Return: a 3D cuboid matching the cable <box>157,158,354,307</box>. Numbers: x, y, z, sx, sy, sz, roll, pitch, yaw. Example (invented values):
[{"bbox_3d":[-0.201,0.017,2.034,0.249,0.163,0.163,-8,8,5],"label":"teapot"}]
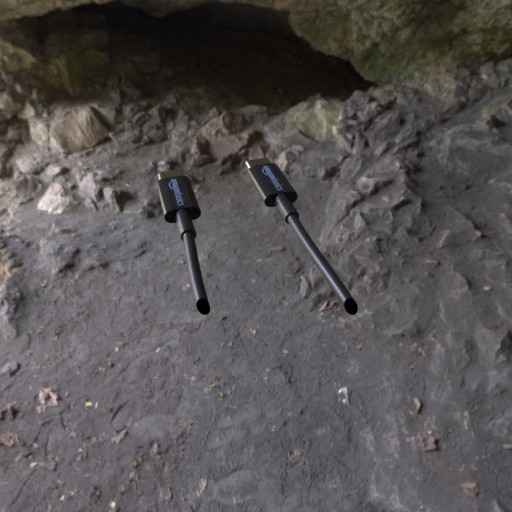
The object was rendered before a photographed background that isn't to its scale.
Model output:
[{"bbox_3d":[0.000,0.000,0.114,0.041,0.005,0.098,-11,41,-13],"label":"cable"}]
